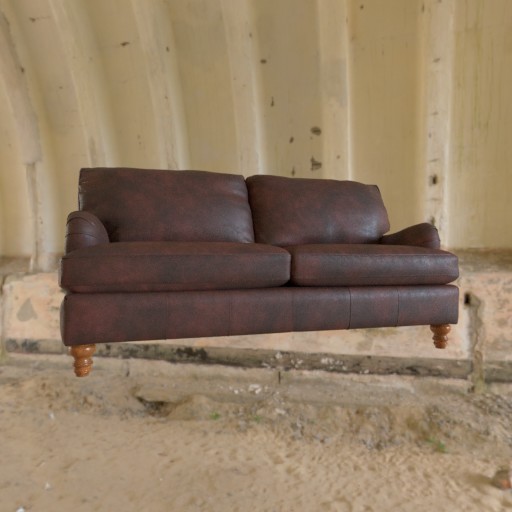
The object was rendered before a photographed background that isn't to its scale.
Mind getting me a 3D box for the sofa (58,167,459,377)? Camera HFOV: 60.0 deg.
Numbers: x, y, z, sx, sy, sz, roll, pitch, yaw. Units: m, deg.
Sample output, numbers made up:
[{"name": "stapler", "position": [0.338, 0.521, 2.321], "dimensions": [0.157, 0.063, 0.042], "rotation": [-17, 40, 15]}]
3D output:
[{"name": "sofa", "position": [0.000, 0.000, 2.722], "dimensions": [2.144, 1.071, 1.147], "rotation": [0, -1, -19]}]
